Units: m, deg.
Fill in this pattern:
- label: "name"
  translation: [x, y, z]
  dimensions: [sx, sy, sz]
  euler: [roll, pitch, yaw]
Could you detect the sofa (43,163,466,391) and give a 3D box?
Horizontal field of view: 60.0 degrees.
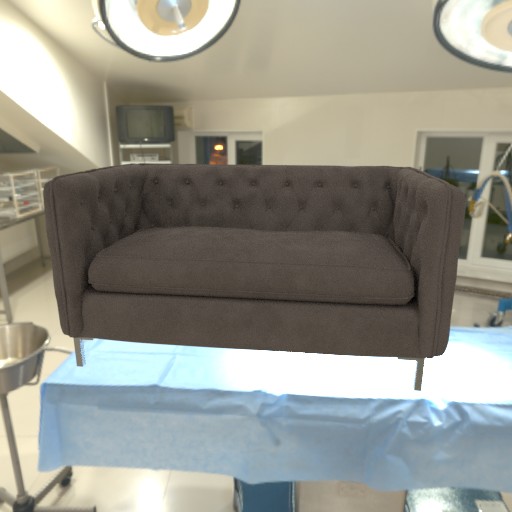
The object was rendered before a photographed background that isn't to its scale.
- label: "sofa"
  translation: [0.000, 0.000, 2.093]
  dimensions: [1.583, 0.810, 0.909]
  euler: [2, 16, 7]
